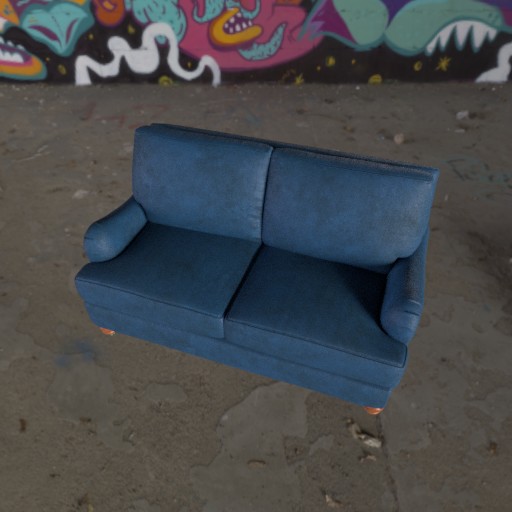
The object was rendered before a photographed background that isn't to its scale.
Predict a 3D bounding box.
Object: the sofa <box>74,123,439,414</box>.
[{"bbox_3d":[0.000,0.000,2.590,1.853,1.101,1.084,13,43,14],"label":"sofa"}]
